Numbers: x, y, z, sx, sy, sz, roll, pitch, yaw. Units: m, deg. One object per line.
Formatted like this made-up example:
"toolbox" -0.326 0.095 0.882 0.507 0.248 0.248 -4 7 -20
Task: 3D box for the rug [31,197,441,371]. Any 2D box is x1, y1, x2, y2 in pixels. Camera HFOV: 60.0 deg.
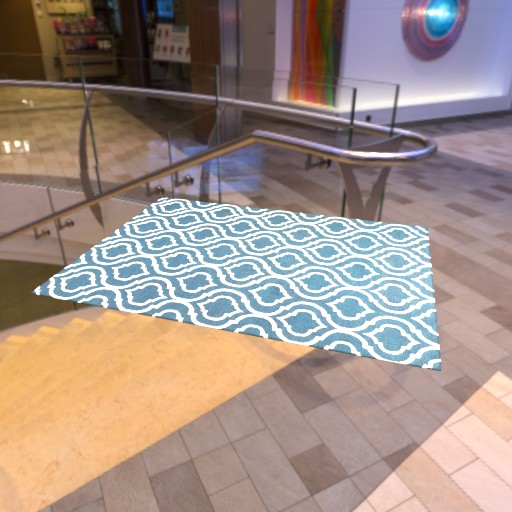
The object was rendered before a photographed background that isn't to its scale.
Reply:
"rug" 0.000 0.000 4.447 3.353 0.010 2.438 8 29 15
